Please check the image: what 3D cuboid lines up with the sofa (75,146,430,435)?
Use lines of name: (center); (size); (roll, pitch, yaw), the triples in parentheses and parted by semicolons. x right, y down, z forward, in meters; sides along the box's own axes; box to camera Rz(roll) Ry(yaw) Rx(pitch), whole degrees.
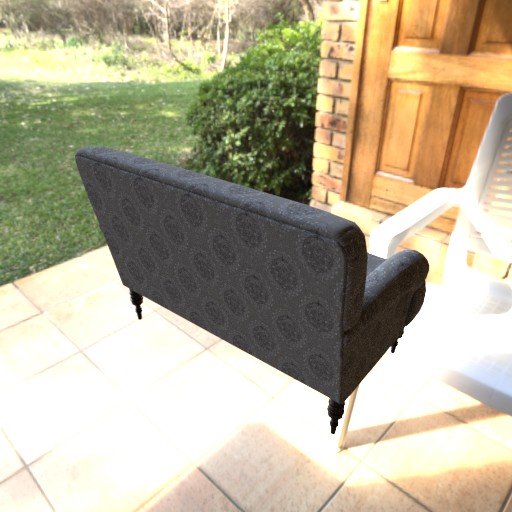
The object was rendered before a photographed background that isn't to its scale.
sofa: (0.000, 0.000, 1.839); (1.297, 0.889, 0.779); (21, 37, 32)
